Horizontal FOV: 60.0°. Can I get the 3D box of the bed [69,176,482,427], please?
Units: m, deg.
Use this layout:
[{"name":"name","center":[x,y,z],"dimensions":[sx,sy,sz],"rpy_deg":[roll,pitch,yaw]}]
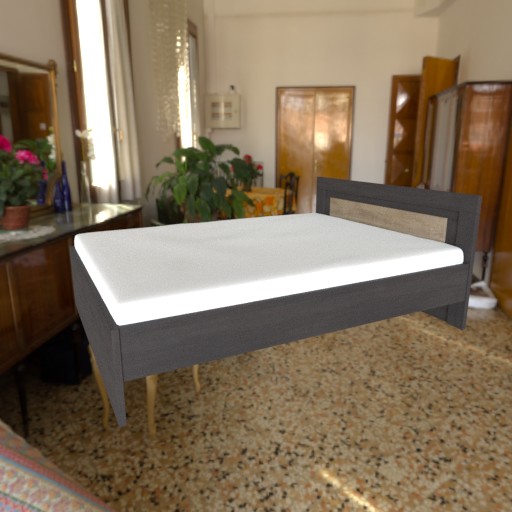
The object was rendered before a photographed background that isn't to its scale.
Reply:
[{"name":"bed","center":[0.000,0.000,2.837],"dimensions":[2.073,0.823,1.585],"rpy_deg":[-7,16,-27]}]
